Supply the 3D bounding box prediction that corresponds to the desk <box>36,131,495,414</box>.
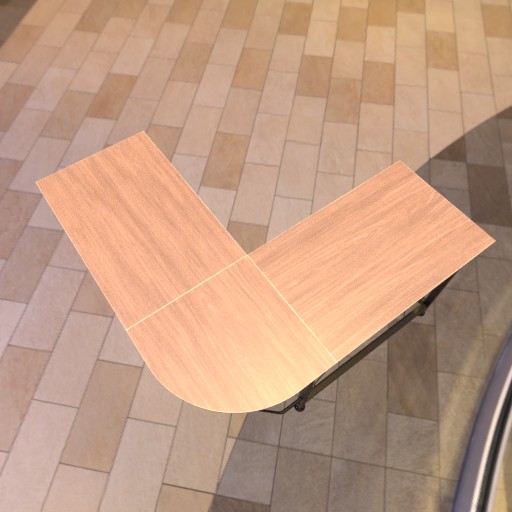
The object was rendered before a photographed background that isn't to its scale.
[{"bbox_3d":[0.000,0.000,2.214,1.400,0.762,1.400,-32,64,-17],"label":"desk"}]
